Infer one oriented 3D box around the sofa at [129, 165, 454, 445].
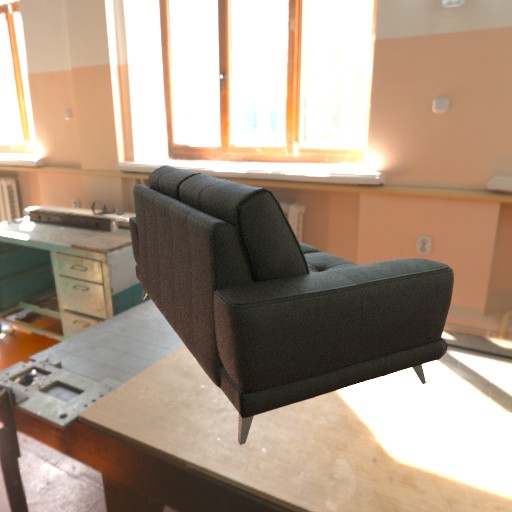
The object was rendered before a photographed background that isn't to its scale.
[{"bbox_3d":[0.000,0.000,2.398,1.018,0.907,1.806,-8,17,-25],"label":"sofa"}]
